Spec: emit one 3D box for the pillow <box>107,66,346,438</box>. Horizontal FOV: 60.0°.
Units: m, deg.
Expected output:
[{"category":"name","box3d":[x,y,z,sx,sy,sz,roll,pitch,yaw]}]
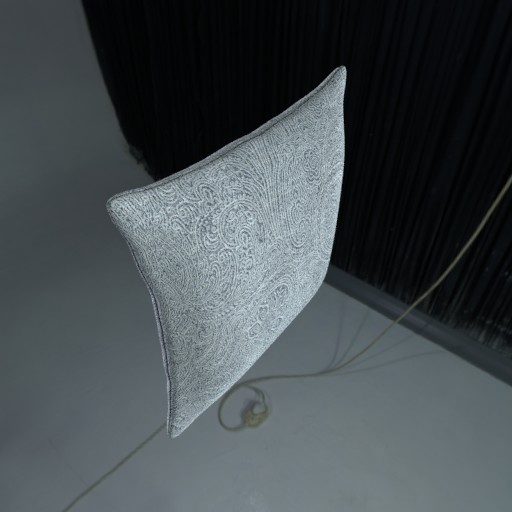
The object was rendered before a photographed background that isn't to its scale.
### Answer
[{"category":"pillow","box3d":[0.000,0.000,0.783,0.166,0.510,0.523,27,48,27]}]
